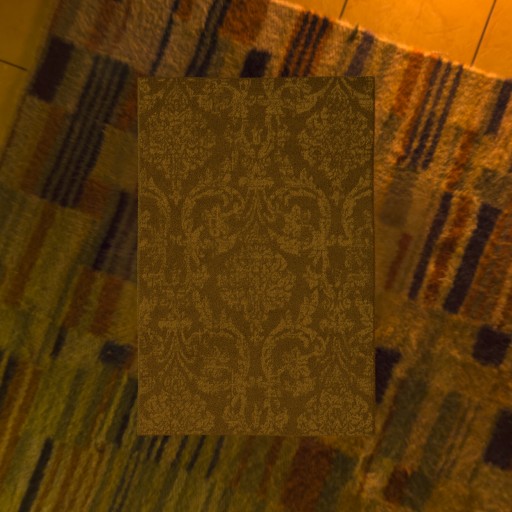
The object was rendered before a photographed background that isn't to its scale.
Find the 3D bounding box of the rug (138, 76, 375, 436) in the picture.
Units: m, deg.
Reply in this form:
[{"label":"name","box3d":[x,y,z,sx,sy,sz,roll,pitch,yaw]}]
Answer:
[{"label":"rug","box3d":[0.000,0.000,2.251,1.206,0.012,1.824,0,90,1]}]
